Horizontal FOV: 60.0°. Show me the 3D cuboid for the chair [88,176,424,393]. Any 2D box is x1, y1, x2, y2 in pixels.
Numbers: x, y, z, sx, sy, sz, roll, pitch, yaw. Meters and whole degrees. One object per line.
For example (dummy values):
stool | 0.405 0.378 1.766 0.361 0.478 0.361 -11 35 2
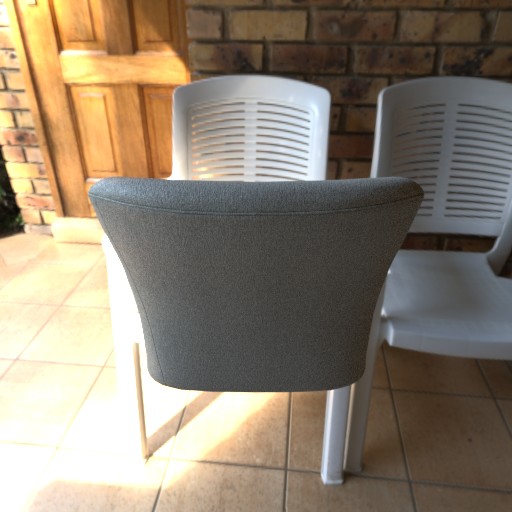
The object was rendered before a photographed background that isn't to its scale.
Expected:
chair | 0.000 0.000 1.583 0.864 0.856 0.923 0 30 0
